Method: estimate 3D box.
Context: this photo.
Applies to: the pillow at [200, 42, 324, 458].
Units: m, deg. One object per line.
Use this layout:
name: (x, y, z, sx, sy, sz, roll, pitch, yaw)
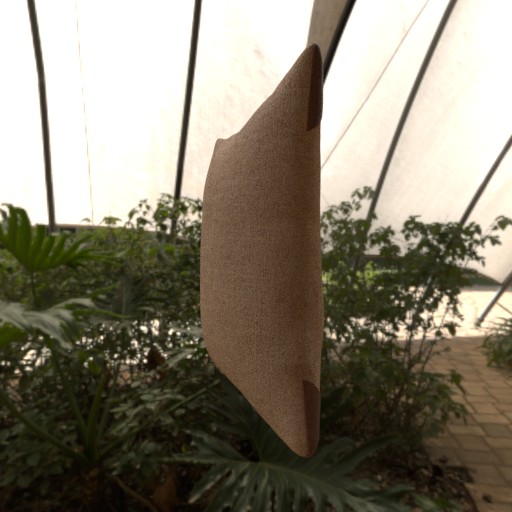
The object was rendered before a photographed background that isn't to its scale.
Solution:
pillow: (0.000, 0.000, 0.665, 0.147, 0.448, 0.437, 0, 1, -19)
